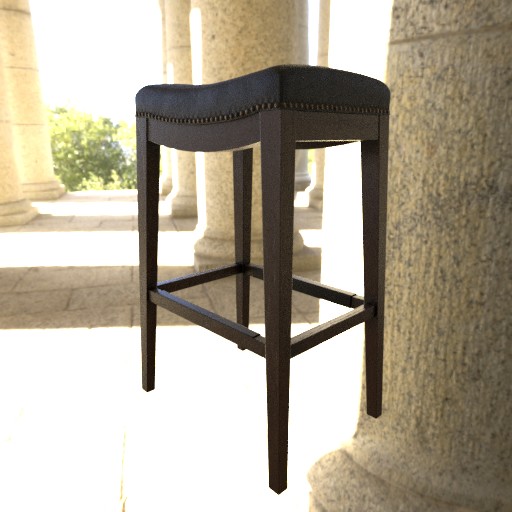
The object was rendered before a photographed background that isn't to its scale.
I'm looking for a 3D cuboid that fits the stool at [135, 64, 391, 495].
[{"bbox_3d":[0.000,0.000,1.021,0.361,0.765,0.500,-14,21,-42],"label":"stool"}]
